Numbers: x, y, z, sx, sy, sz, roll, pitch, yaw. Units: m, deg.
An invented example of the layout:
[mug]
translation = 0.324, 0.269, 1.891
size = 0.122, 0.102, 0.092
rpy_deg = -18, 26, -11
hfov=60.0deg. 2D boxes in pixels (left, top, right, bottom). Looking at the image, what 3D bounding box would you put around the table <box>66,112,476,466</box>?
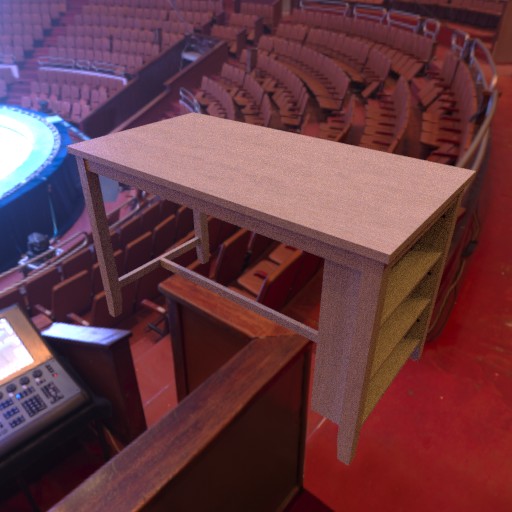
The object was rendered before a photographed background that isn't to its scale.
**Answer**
[table]
translation = 0.000, 0.000, 1.911
size = 1.397, 0.874, 0.729
rpy_deg = 22, 38, 32
